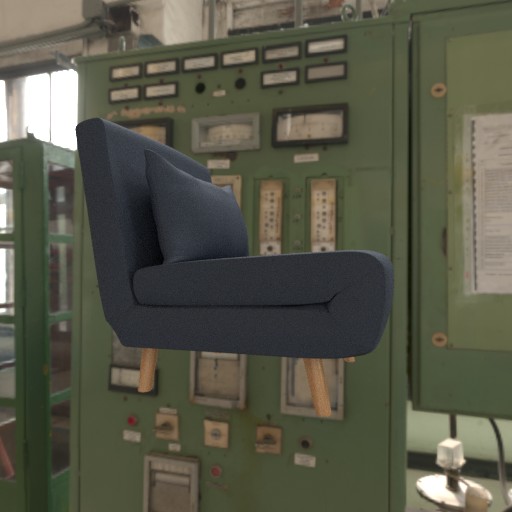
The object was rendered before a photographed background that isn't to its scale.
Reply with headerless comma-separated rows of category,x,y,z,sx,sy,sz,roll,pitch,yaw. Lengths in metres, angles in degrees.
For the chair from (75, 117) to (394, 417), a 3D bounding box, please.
chair,0.000,0.000,1.515,0.900,0.808,0.770,0,0,18
